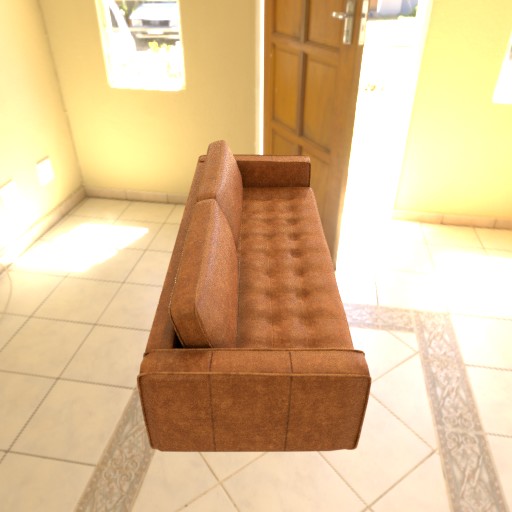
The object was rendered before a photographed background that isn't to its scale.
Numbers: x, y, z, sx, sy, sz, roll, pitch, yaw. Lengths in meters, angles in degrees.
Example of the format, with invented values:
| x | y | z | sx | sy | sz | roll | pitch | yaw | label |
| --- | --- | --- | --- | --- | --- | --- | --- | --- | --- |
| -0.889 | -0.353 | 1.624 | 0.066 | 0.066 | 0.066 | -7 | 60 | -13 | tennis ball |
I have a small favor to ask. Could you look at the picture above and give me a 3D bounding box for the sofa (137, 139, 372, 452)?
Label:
| x | y | z | sx | sy | sz | roll | pitch | yaw | label |
| --- | --- | --- | --- | --- | --- | --- | --- | --- | --- |
| 0.000 | 0.000 | 2.591 | 0.886 | 0.779 | 2.199 | 0 | 34 | 0 | sofa |
